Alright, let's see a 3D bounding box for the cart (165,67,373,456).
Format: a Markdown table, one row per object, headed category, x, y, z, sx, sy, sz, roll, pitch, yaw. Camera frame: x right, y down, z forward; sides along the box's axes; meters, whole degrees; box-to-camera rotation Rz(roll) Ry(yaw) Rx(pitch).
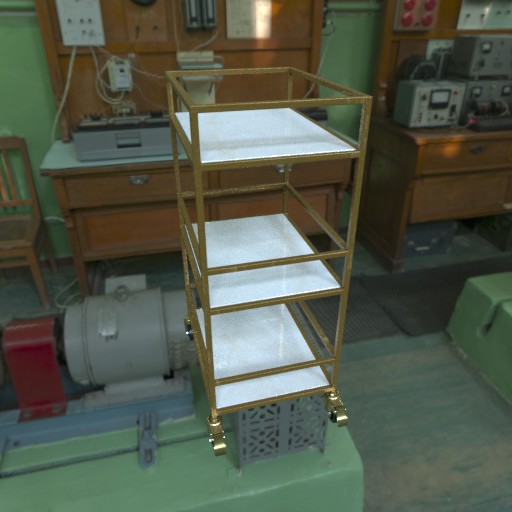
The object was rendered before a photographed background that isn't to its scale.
| category | x | y | z | sx | sy | sz | roll | pitch | yaw |
| --- | --- | --- | --- | --- | --- | --- | --- | --- | --- |
| cart | 0.000 | 0.000 | 1.038 | 0.332 | 0.761 | 0.483 | -8 | 31 | -13 |
